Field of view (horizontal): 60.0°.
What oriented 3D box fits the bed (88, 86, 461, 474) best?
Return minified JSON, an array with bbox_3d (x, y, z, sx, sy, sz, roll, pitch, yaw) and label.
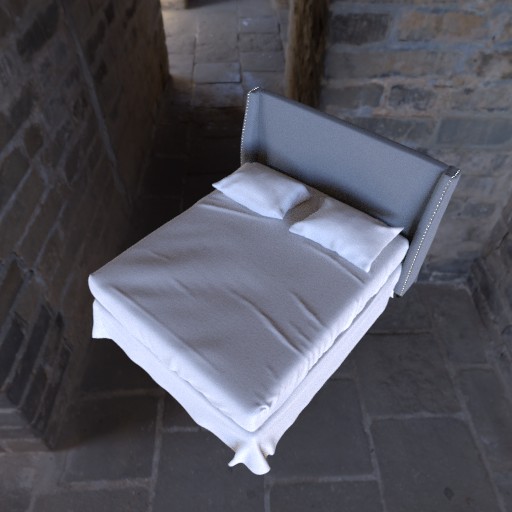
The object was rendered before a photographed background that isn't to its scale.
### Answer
[{"bbox_3d":[0.000,0.000,3.434,1.925,1.332,2.276,32,55,26],"label":"bed"}]
